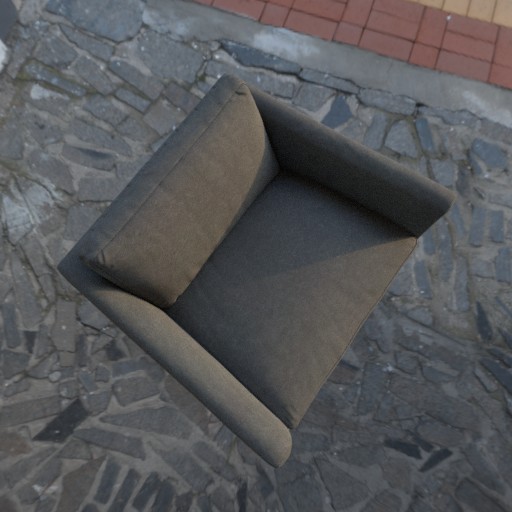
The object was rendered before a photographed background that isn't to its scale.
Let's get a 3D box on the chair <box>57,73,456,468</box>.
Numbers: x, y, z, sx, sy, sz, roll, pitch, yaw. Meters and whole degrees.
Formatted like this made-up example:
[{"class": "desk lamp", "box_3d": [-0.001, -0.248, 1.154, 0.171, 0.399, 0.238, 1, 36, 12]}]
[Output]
[{"class": "chair", "box_3d": [0.000, 0.000, 1.869, 1.091, 0.845, 1.190, 35, 78, 9]}]
